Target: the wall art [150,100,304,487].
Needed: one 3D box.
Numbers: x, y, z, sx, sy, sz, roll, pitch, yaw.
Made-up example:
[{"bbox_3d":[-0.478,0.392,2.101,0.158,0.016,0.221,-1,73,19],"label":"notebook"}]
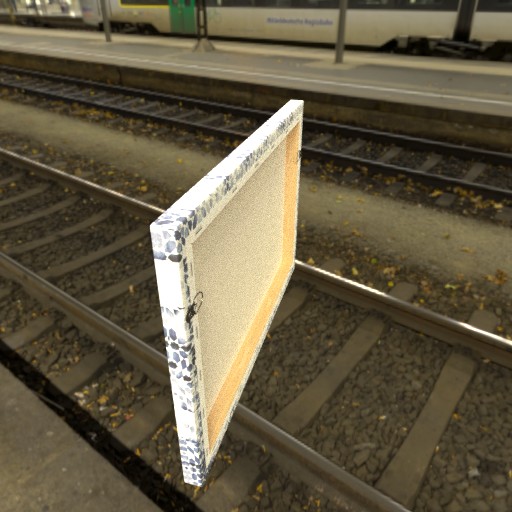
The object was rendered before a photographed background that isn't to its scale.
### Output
[{"bbox_3d":[0.000,0.000,0.770,0.030,0.406,0.608,9,32,14],"label":"wall art"}]
